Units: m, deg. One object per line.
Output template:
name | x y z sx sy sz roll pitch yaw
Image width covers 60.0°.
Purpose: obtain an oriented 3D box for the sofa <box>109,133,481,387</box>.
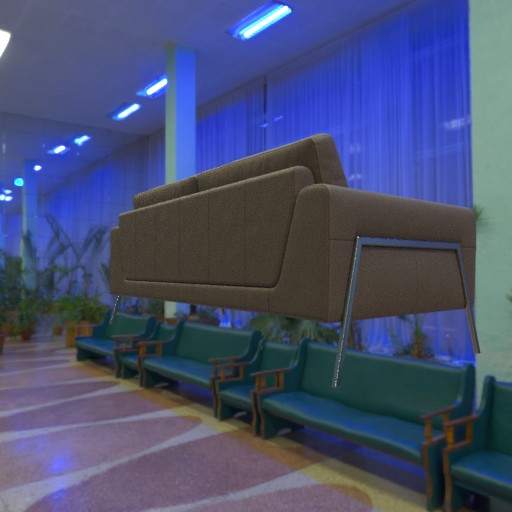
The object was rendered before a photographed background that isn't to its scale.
sofa | 0.000 0.000 2.460 0.953 0.875 2.017 1 -2 -37
